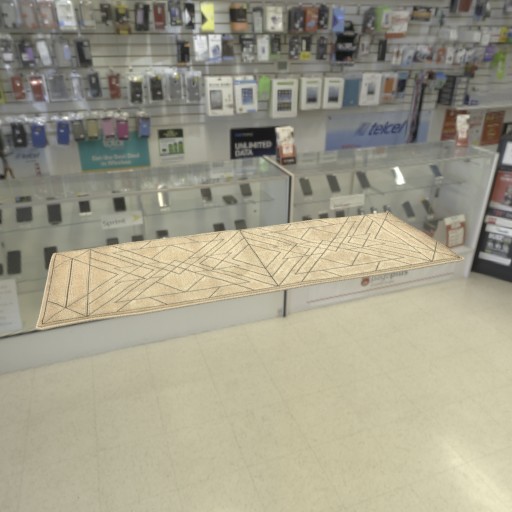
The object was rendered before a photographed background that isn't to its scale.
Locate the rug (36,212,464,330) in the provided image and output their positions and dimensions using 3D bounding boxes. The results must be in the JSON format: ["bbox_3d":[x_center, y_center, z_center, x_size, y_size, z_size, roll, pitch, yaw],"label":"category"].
[{"bbox_3d":[0.000,0.000,2.705,2.381,0.036,0.831,-8,28,-16],"label":"rug"}]
